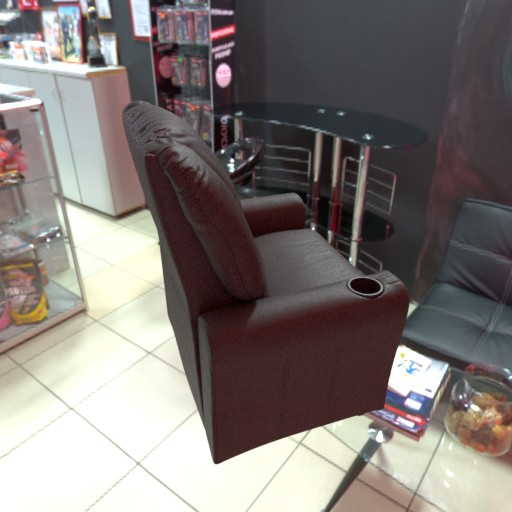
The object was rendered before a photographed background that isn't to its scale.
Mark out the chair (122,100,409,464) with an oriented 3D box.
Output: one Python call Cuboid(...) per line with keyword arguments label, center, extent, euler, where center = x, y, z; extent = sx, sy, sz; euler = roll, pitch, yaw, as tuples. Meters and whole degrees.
Cuboid(label="chair", center=(0.000, 0.000, 1.083), extent=(0.521, 0.709, 0.610), euler=(-10, 31, -17))
